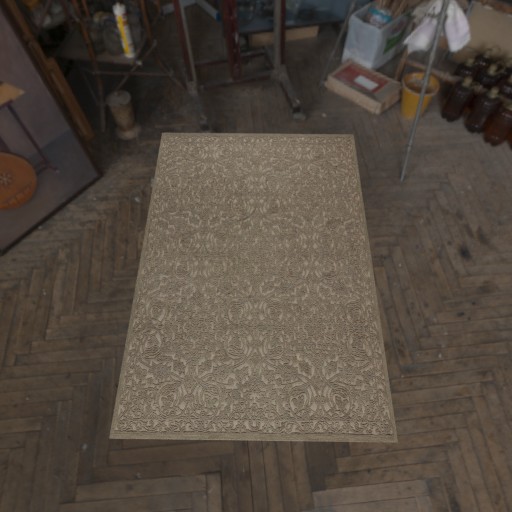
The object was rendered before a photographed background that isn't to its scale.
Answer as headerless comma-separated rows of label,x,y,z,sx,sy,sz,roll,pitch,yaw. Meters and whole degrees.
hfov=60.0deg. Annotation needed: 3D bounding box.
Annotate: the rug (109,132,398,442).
rug,0.000,0.000,2.352,1.221,0.006,1.827,1,59,0
